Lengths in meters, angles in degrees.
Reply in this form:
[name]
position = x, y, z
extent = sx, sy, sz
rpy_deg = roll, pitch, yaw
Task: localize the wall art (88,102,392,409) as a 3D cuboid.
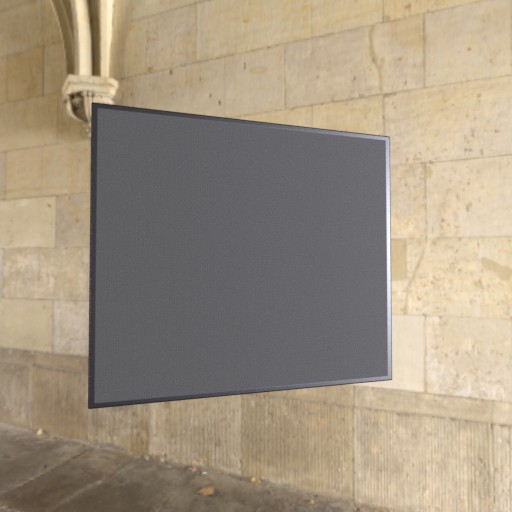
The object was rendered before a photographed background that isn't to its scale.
[wall art]
position = 0.000, 0.000, 0.743
extent = 0.521, 0.450, 0.018
rpy_deg = 1, -2, -19
